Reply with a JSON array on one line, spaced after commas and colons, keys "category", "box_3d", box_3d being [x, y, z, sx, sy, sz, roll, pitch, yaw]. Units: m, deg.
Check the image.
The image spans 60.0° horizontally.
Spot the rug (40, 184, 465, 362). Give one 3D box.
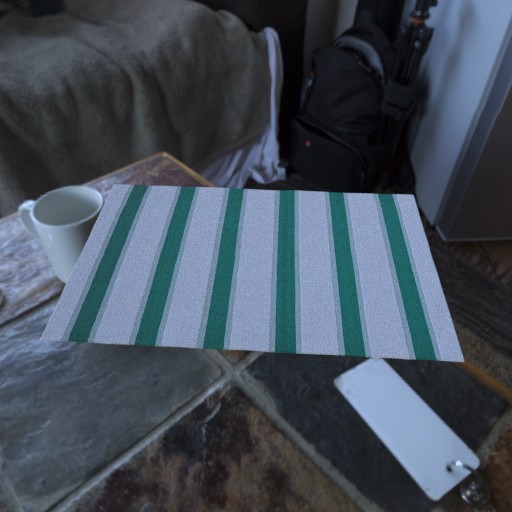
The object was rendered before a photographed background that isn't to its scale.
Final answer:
[{"category": "rug", "box_3d": [0.000, 0.000, 3.064, 2.436, 0.015, 1.521, 2, 45, 2]}]
